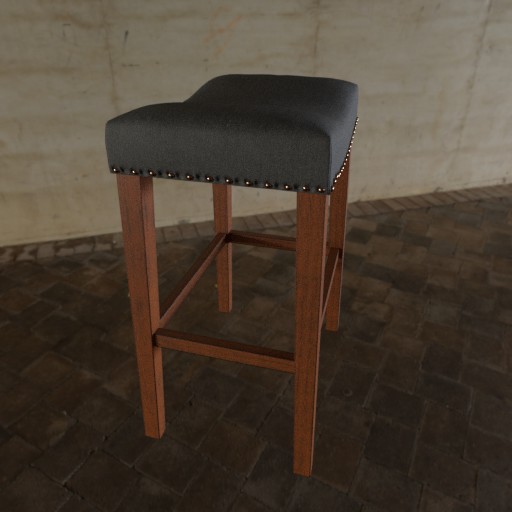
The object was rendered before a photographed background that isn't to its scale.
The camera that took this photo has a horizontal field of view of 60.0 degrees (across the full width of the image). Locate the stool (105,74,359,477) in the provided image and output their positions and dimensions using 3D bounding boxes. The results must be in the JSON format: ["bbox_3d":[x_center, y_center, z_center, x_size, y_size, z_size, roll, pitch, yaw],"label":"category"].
[{"bbox_3d":[0.000,0.000,0.851,0.320,0.612,0.439,8,30,14],"label":"stool"}]
